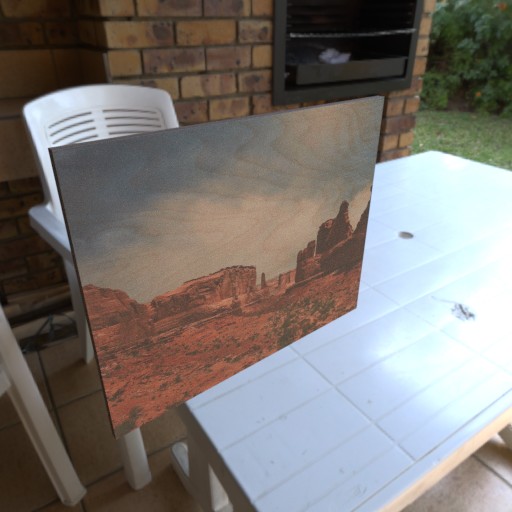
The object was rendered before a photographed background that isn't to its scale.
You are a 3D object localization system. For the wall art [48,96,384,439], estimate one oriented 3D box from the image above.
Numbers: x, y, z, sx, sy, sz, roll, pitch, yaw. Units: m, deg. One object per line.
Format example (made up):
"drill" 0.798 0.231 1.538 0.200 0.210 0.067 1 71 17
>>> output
"wall art" 0.000 0.000 0.663 0.508 0.406 0.013 -21 35 -33
